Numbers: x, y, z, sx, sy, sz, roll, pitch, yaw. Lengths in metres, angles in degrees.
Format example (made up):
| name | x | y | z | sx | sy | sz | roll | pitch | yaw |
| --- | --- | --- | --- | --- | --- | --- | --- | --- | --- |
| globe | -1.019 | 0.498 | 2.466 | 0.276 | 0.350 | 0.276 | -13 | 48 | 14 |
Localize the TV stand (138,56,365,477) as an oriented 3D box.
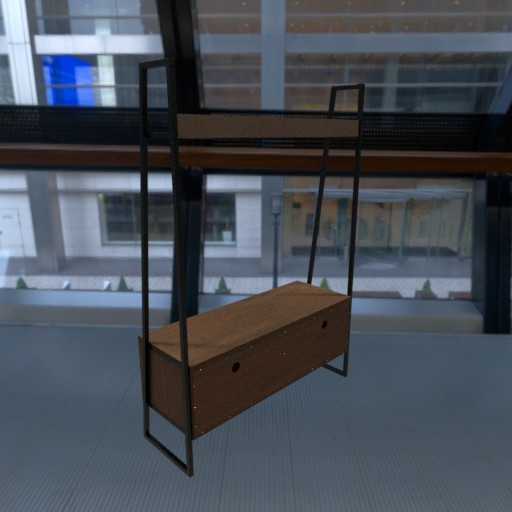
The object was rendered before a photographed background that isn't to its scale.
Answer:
| name | x | y | z | sx | sy | sz | roll | pitch | yaw |
| --- | --- | --- | --- | --- | --- | --- | --- | --- | --- |
| TV stand | 0.000 | 0.000 | 2.346 | 1.250 | 1.772 | 0.432 | -15 | 21 | -43 |
